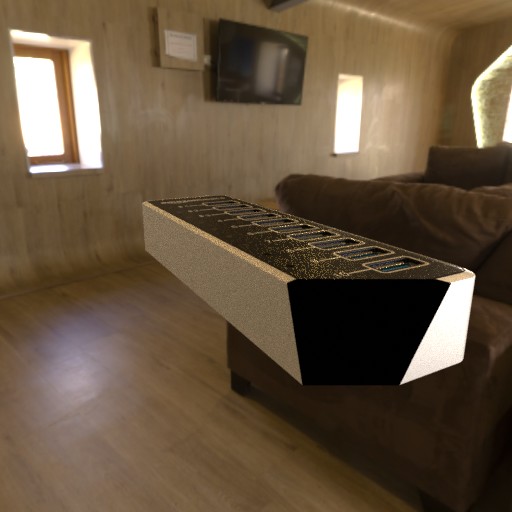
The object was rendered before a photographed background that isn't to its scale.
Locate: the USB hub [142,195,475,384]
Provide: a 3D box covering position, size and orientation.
[{"bbox_3d":[0.000,0.000,0.159,0.044,0.023,0.145,-9,18,-28],"label":"USB hub"}]
